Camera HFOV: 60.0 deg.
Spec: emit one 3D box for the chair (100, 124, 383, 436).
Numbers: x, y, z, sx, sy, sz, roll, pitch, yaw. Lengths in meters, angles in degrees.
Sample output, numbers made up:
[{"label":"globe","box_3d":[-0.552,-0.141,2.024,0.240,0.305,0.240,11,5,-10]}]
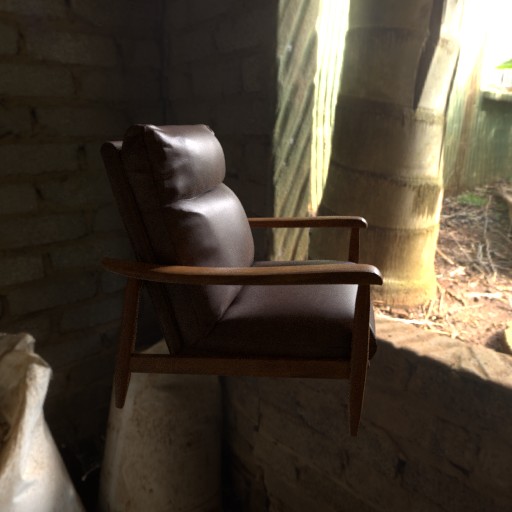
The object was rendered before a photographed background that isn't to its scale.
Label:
[{"label":"chair","box_3d":[0.000,0.000,1.573,0.830,0.897,0.782,3,17,10]}]
